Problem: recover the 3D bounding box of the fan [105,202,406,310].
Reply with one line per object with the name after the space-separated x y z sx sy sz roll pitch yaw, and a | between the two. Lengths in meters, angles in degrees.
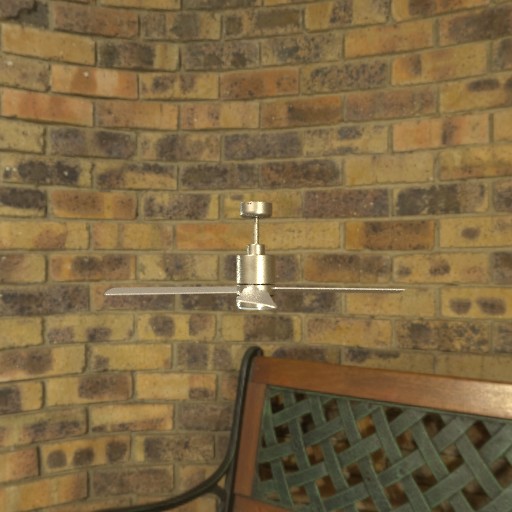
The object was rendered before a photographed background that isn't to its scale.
0.000 0.000 2.296 1.525 0.539 1.525 0 -1 0 | fan
